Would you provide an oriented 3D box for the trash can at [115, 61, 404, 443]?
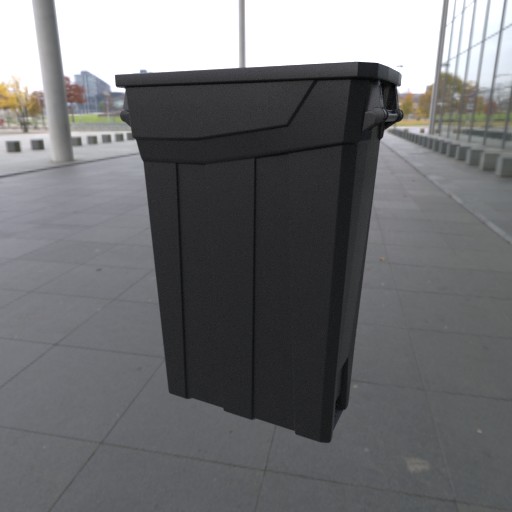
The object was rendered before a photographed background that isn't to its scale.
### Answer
[{"bbox_3d":[0.000,0.000,1.005,0.559,0.762,0.281,8,19,25],"label":"trash can"}]
